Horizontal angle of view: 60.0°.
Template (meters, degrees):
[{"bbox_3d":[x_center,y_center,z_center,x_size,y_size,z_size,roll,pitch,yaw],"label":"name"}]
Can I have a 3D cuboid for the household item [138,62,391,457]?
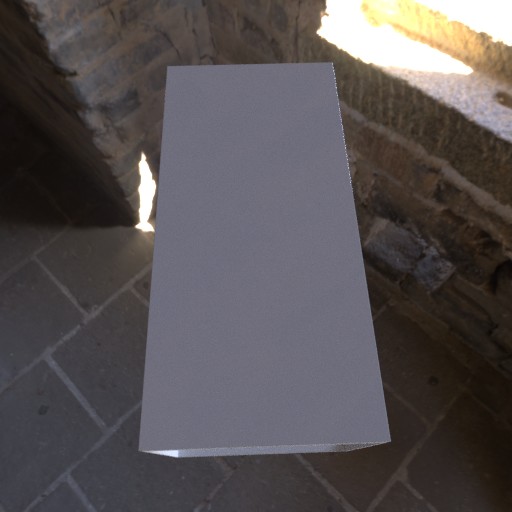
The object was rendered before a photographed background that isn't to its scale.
[{"bbox_3d":[0.000,0.000,2.108,0.800,0.745,1.700,-2,64,-1],"label":"household item"}]
